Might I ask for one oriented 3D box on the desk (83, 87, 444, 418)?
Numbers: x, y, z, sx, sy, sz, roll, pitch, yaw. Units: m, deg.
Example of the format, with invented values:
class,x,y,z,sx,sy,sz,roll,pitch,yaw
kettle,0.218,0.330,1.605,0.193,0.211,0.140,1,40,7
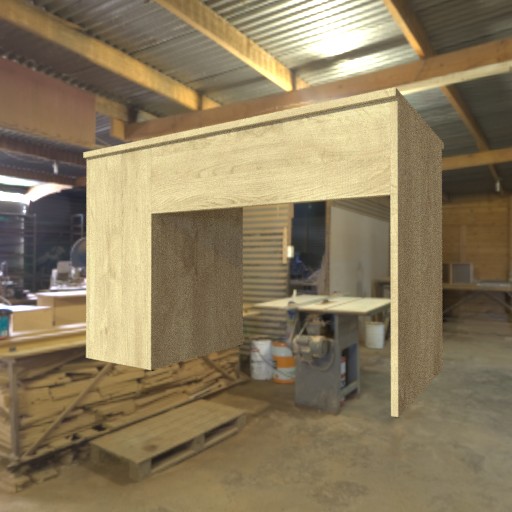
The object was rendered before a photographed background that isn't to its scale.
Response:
class,x,y,z,sx,sy,sz,roll,pitch,yaw
desk,0.000,0.000,1.506,1.097,0.735,0.560,0,-1,33
